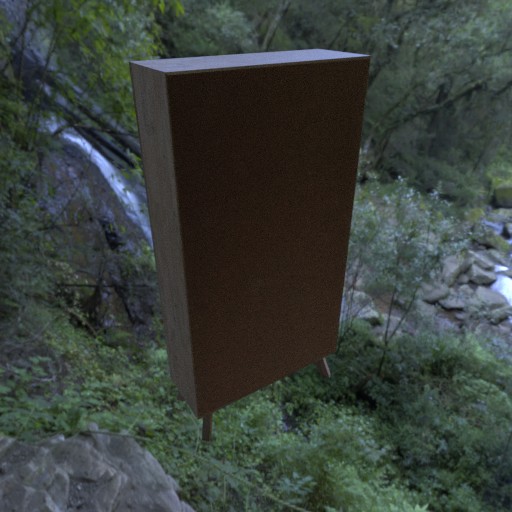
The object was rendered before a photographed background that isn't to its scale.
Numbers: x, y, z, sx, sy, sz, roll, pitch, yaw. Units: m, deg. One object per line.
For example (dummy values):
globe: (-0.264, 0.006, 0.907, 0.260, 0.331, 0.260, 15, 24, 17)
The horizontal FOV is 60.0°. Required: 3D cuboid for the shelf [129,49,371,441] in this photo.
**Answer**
shelf: (0.000, 0.000, 1.796, 0.748, 1.471, 0.308, -18, 34, -28)
